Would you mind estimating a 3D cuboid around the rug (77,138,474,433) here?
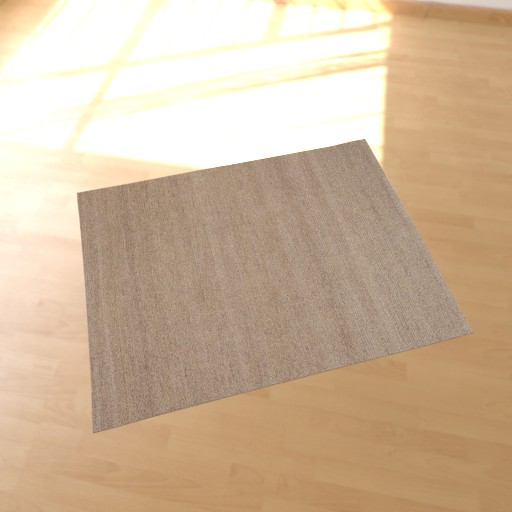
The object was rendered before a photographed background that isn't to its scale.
[{"bbox_3d":[0.000,0.000,4.220,3.245,0.046,2.467,-12,58,-8],"label":"rug"}]
